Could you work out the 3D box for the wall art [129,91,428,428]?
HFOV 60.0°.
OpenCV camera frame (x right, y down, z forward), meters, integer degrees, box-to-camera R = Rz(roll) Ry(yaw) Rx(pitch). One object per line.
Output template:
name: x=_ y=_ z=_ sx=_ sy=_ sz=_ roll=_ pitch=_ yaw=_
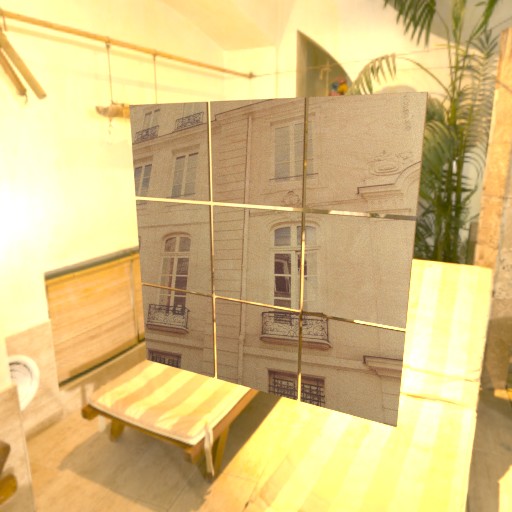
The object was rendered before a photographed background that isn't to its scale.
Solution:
wall art: x=0.000 y=0.000 z=1.366 sx=0.915 sy=0.913 sz=0.018 roll=7 pitch=16 yaw=26
